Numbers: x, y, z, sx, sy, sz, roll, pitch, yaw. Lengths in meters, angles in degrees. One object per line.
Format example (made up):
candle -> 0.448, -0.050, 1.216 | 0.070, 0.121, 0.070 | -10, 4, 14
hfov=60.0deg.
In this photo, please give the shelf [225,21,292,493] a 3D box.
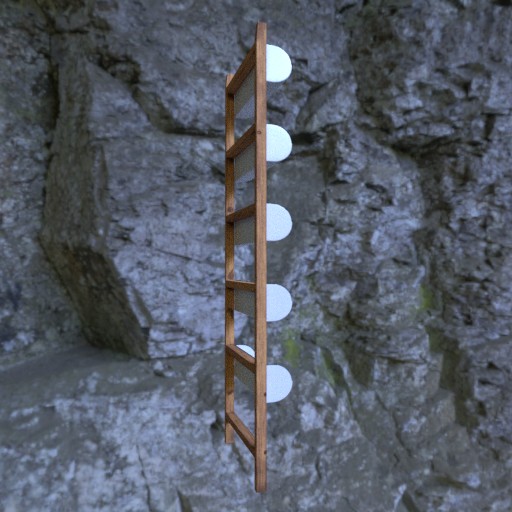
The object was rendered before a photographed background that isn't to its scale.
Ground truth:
shelf -> 0.000, 0.000, 1.740 | 0.141, 1.600, 0.454 | 0, -1, -18
